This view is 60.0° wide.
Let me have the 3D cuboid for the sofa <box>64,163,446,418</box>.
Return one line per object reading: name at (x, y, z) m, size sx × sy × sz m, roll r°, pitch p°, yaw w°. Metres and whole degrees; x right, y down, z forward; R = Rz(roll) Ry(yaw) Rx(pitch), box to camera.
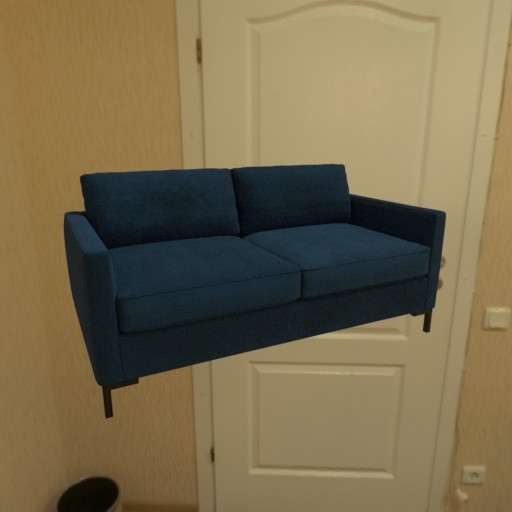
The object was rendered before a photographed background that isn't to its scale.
sofa at (0.000, 0.000, 2.178) m, size 1.676 × 0.817 × 0.875 m, roll -8°, pitch 17°, yaw -25°
